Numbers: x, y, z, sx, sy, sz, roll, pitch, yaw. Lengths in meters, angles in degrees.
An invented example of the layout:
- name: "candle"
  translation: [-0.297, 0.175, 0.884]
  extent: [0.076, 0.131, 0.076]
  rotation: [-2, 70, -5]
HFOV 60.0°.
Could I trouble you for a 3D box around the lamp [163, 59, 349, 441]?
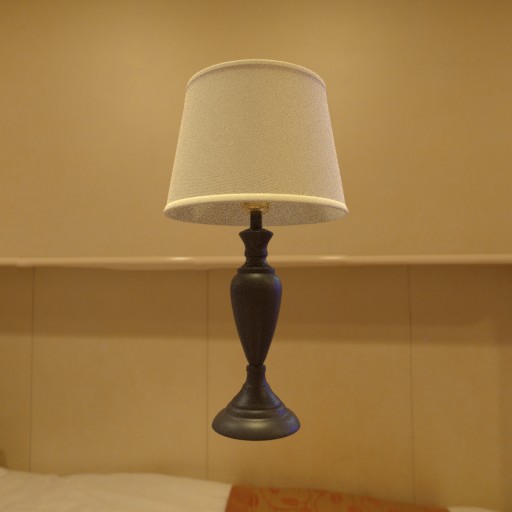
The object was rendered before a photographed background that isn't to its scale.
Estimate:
- name: "lamp"
  translation: [0.000, 0.000, 0.814]
  extent: [0.335, 0.611, 0.335]
  rotation: [0, -2, 0]
